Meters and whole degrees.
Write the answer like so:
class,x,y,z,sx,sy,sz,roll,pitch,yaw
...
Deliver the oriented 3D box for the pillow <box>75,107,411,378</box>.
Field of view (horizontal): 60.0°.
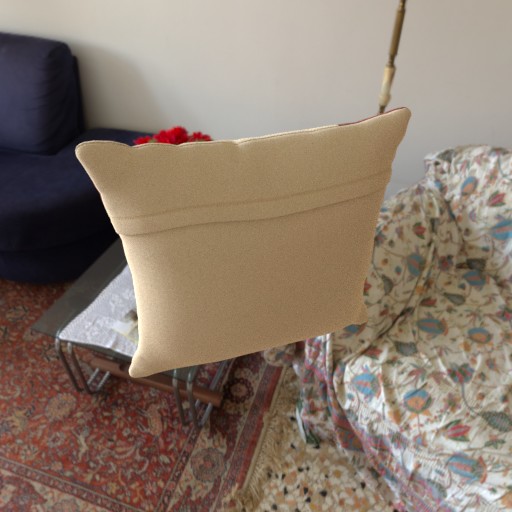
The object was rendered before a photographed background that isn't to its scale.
class,x,y,z,sx,sy,sz,roll,pitch,yaw
pillow,0.000,0.000,0.800,0.536,0.506,0.229,-11,41,-13
